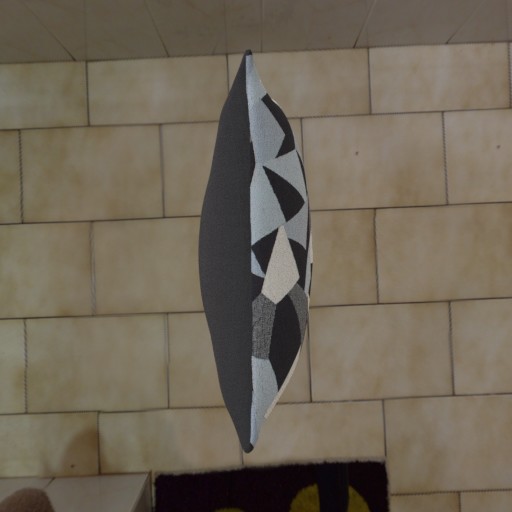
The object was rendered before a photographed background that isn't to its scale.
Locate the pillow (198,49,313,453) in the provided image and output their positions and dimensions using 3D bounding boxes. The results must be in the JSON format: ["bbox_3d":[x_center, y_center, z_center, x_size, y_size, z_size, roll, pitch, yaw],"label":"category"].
[{"bbox_3d":[0.000,0.000,0.774,0.208,0.496,0.503,0,89,0],"label":"pillow"}]
